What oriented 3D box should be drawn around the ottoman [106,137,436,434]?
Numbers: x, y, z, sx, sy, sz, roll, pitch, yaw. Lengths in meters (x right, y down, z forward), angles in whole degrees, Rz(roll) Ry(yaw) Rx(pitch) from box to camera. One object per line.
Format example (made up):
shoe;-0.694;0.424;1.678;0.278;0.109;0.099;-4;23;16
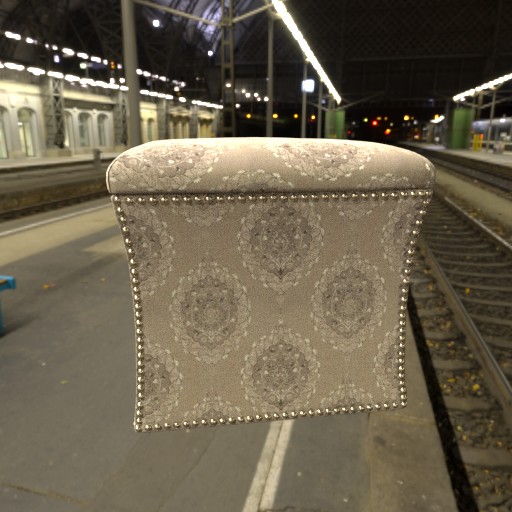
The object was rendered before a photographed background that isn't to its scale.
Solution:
ottoman;0.000;0.000;0.916;0.507;0.473;0.497;-2;15;-8
